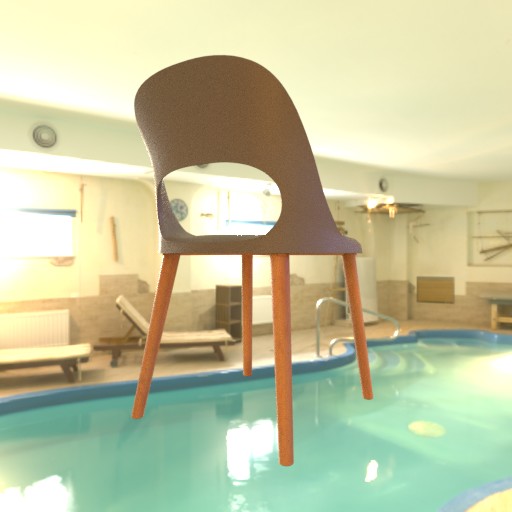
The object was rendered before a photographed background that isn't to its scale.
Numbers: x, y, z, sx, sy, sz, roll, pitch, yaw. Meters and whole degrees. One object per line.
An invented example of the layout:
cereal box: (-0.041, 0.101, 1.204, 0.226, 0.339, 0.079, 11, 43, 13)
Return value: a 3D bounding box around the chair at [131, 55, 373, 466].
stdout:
chair: (0.000, 0.000, 1.137, 0.470, 0.795, 0.556, 0, 0, 34)
